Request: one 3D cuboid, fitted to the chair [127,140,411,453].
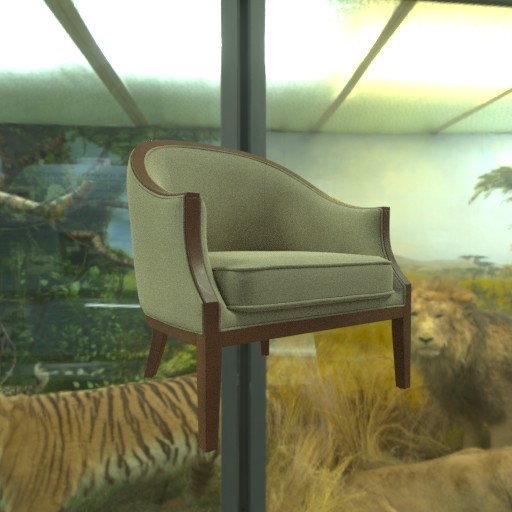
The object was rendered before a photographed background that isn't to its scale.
[{"bbox_3d":[0.000,0.000,1.491,0.803,0.876,0.735,-1,2,-36],"label":"chair"}]
